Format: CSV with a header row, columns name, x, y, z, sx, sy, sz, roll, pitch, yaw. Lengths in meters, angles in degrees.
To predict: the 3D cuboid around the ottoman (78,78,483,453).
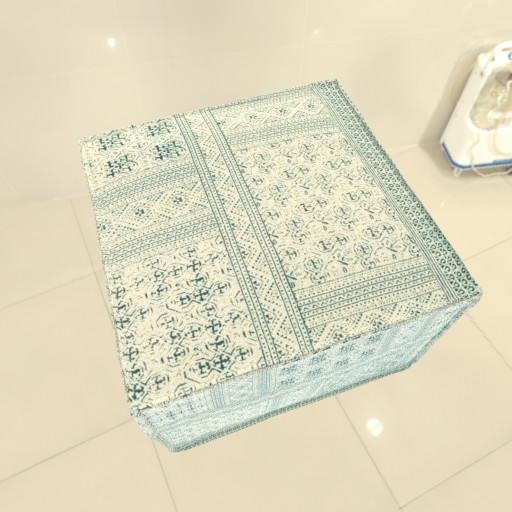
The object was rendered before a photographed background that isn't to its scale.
name,x,y,z,sx,sy,sz,roll,pitch,yaw
ottoman,0.000,0.000,1.008,0.617,0.439,0.626,-16,60,-10
